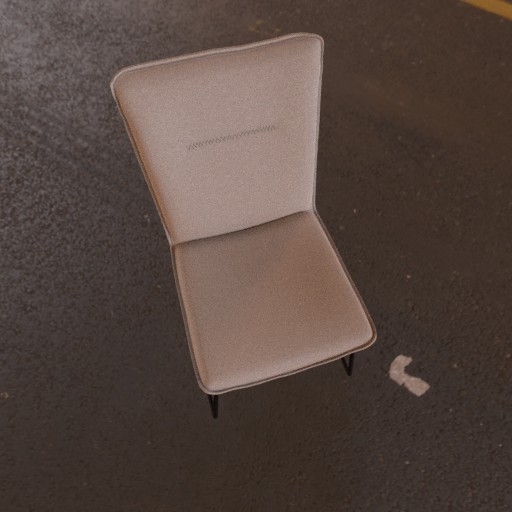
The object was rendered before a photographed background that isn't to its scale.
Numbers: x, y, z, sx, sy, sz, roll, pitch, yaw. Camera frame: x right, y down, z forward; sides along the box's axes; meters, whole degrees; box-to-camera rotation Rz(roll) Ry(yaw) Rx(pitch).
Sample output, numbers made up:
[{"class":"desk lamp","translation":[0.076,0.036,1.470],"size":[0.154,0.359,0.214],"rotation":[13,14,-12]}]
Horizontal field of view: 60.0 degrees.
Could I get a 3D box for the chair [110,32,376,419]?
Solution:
[{"class":"chair","translation":[0.000,0.000,1.298],"size":[0.515,0.930,0.688],"rotation":[-15,64,-8]}]
